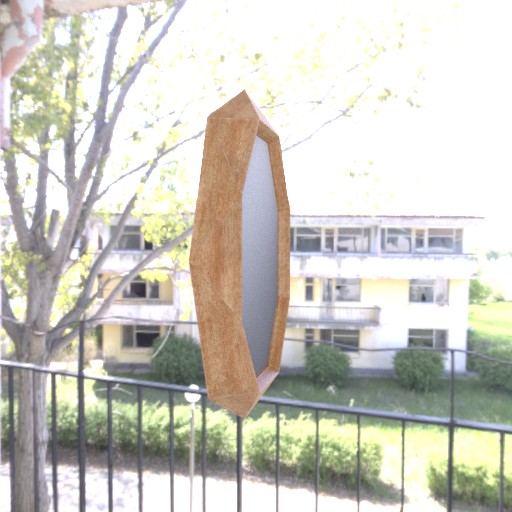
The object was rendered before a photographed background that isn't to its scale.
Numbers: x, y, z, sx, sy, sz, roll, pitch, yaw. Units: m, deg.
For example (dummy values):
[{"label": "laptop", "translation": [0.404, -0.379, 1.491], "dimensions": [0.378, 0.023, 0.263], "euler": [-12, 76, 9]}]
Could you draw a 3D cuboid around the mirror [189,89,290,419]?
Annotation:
[{"label": "mirror", "translation": [0.000, 0.000, 1.032], "dimensions": [0.070, 0.774, 0.577], "euler": [1, 2, 18]}]
